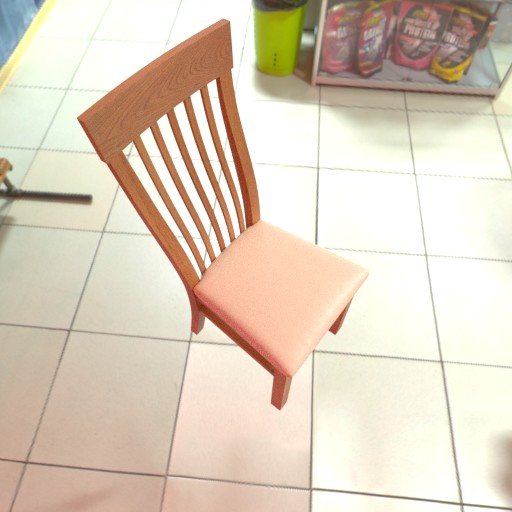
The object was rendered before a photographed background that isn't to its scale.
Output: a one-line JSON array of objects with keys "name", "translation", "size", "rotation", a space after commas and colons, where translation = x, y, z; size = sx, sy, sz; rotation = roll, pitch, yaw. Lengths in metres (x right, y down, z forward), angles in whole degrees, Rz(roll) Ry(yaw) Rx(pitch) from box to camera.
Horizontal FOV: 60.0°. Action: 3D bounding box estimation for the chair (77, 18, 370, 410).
[{"name": "chair", "translation": [0.000, 0.000, 1.326], "size": [0.580, 1.050, 0.450], "rotation": [33, 64, 19]}]
